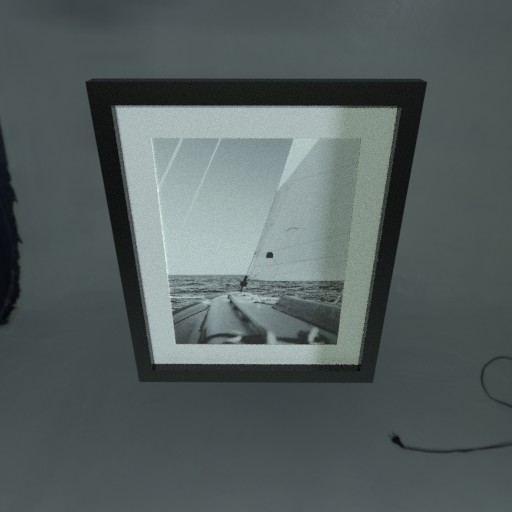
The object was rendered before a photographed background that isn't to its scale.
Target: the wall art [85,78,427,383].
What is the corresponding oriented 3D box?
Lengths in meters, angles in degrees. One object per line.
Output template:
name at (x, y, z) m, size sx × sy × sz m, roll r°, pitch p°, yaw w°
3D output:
wall art at (0.000, 0.000, 0.749) m, size 0.461 × 0.558 × 0.031 m, roll 0°, pitch 30°, yaw 0°
